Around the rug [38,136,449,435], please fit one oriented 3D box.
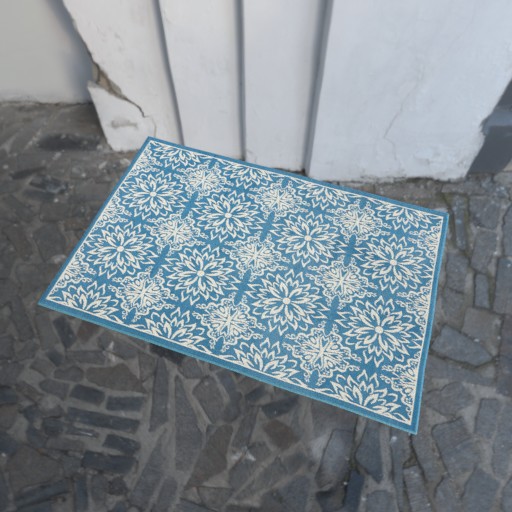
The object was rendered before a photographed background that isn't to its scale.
[{"bbox_3d":[0.000,0.000,3.471,2.769,0.018,1.830,16,60,10],"label":"rug"}]
